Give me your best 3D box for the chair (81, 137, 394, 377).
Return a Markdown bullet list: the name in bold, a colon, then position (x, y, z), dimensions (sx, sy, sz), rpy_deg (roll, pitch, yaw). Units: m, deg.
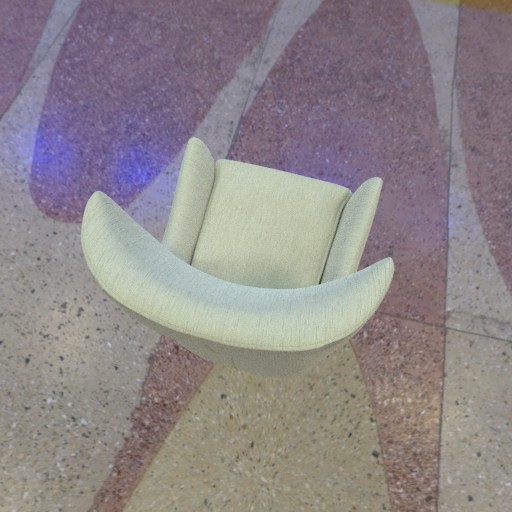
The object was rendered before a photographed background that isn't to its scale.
- **chair**: position (0.000, 0.000, 1.597), dimensions (0.779, 1.000, 0.904), rpy_deg (14, 64, 7)
